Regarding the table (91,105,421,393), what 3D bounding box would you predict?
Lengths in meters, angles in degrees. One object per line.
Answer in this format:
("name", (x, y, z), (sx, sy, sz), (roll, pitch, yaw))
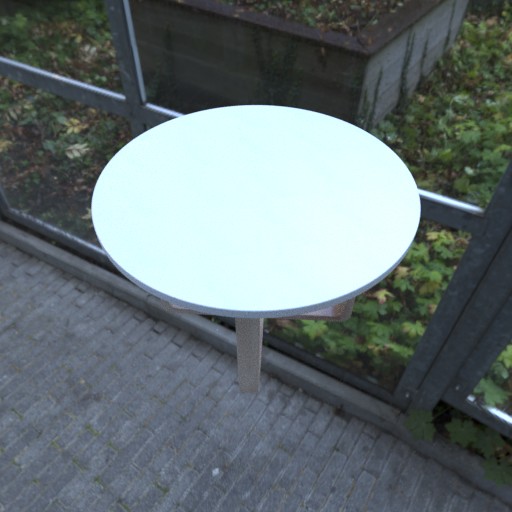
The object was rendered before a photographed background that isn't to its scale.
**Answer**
("table", (0.000, 0.000, 0.977), (0.600, 0.400, 0.600), (0, 46, 0))
